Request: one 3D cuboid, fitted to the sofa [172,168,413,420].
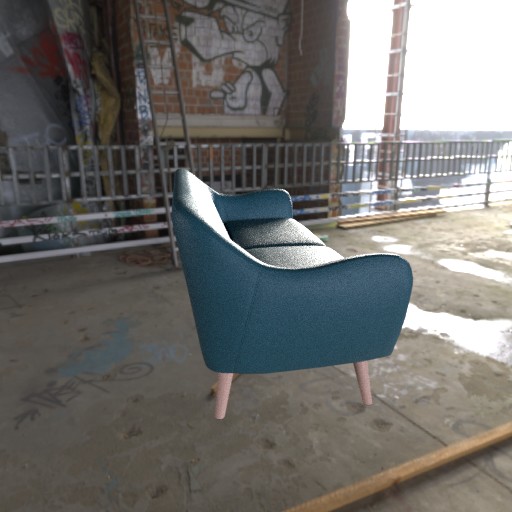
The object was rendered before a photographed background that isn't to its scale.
[{"bbox_3d":[0.000,0.000,2.339,0.820,0.836,1.840,-3,16,-9],"label":"sofa"}]
